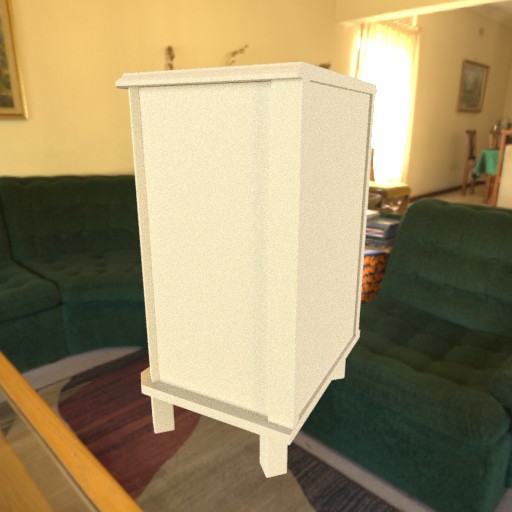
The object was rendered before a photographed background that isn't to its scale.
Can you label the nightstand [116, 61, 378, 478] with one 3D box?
[{"bbox_3d":[0.000,0.000,0.920,0.351,0.681,0.435,9,19,26],"label":"nightstand"}]
